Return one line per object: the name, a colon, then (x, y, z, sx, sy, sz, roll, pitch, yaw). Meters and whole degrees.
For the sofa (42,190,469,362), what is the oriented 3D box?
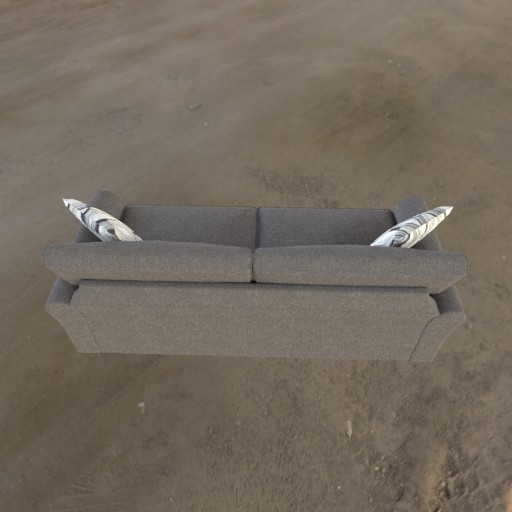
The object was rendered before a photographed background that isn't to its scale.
sofa: (0.000, 0.000, 2.481, 2.032, 0.813, 0.889, 1, 47, 1)
